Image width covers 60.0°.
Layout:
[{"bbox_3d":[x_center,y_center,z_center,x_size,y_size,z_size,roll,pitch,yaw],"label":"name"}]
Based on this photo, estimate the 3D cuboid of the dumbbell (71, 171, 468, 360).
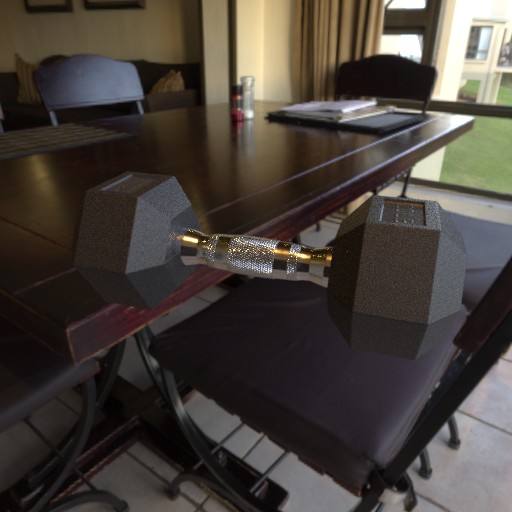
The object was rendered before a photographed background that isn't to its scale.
[{"bbox_3d":[0.000,0.000,0.324,0.272,0.092,0.106,8,28,16],"label":"dumbbell"}]
